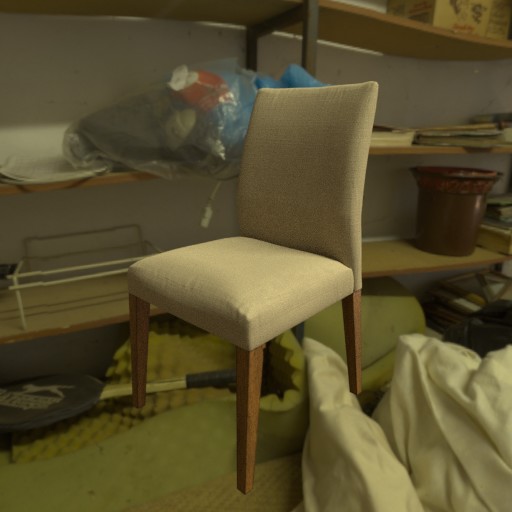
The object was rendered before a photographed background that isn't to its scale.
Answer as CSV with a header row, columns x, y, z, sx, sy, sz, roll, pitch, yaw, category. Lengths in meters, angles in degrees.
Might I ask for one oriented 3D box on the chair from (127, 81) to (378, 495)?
x,y,z,sx,sy,sz,roll,pitch,yaw,category
0.000,0.000,1.269,0.496,0.940,0.585,16,23,42,chair
